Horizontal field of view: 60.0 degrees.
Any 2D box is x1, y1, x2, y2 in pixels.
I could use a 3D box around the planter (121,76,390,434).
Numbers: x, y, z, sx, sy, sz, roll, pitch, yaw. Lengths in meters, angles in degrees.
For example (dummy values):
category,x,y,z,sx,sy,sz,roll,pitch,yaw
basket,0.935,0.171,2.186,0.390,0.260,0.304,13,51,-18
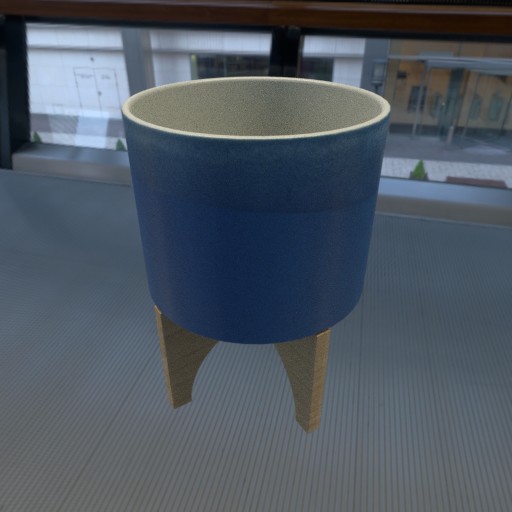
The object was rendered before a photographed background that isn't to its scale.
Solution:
category,x,y,z,sx,sy,sz,roll,pitch,yaw
planter,0.000,0.000,0.539,0.261,0.367,0.261,0,32,0
